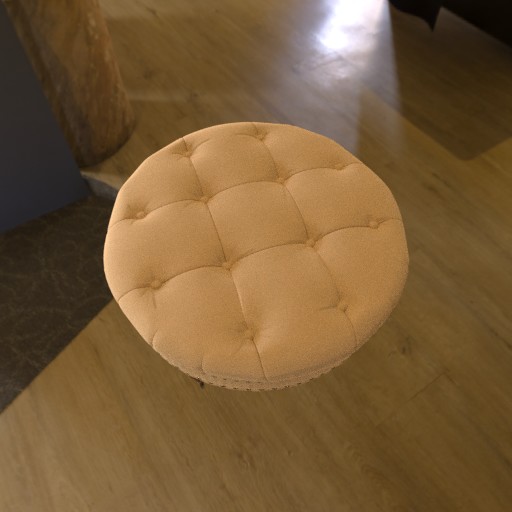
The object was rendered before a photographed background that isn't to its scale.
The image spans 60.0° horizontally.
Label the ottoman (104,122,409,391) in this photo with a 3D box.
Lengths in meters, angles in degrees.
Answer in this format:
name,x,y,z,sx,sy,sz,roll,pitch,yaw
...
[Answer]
name,x,y,z,sx,sy,sz,roll,pitch,yaw
ottoman,0.000,0.000,1.428,0.901,0.439,0.901,0,56,0
